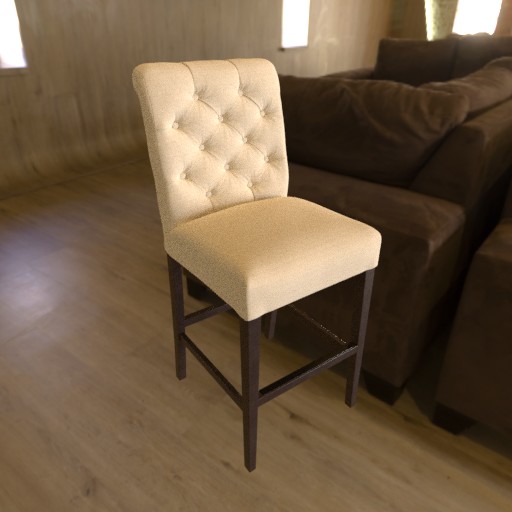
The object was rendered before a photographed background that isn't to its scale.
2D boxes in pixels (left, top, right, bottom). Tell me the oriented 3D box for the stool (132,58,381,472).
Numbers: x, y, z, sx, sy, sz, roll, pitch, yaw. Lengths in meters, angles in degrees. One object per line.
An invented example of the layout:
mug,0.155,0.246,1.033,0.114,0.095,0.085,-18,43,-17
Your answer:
stool,0.000,0.000,1.418,0.482,1.118,0.610,-19,34,-31
